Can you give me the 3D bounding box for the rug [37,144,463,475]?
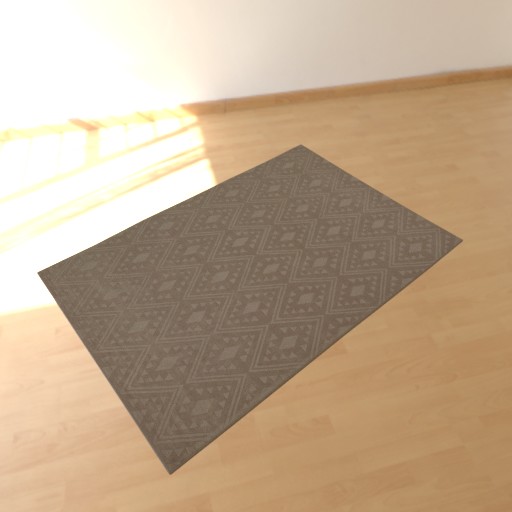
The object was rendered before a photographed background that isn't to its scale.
[{"bbox_3d":[0.000,0.000,2.290,1.829,0.034,1.252,-31,53,-27],"label":"rug"}]
